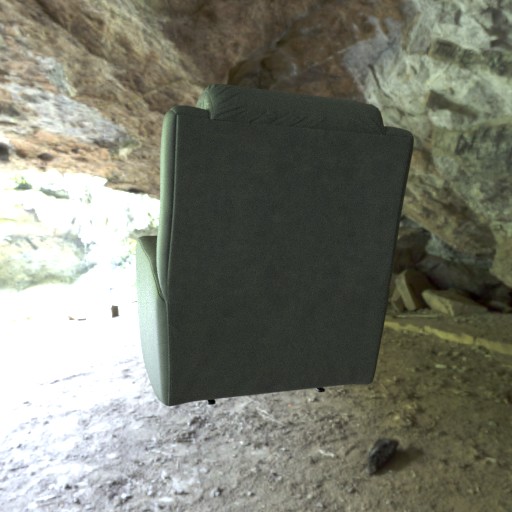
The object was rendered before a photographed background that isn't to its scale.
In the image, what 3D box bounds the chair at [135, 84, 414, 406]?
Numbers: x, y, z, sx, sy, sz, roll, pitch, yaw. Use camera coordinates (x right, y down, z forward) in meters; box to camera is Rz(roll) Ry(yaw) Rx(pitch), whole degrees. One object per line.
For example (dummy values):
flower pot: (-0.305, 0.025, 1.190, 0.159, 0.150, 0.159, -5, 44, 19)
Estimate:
chair: (0.000, 0.000, 1.925, 0.967, 1.116, 1.068, 0, 1, -18)
